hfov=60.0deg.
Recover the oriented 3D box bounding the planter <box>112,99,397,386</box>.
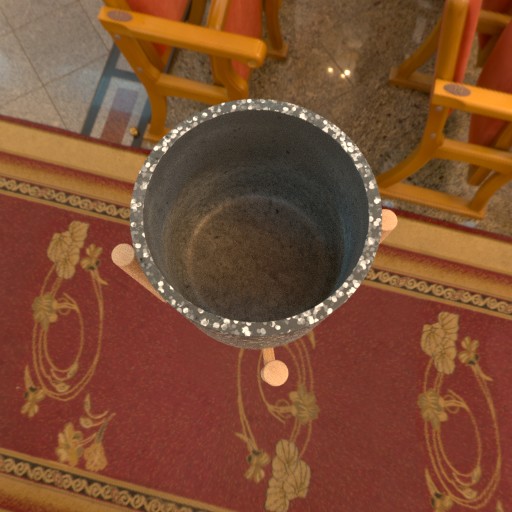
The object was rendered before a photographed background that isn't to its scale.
[{"bbox_3d":[0.000,0.000,0.545,0.284,0.320,0.284,14,75,4],"label":"planter"}]
